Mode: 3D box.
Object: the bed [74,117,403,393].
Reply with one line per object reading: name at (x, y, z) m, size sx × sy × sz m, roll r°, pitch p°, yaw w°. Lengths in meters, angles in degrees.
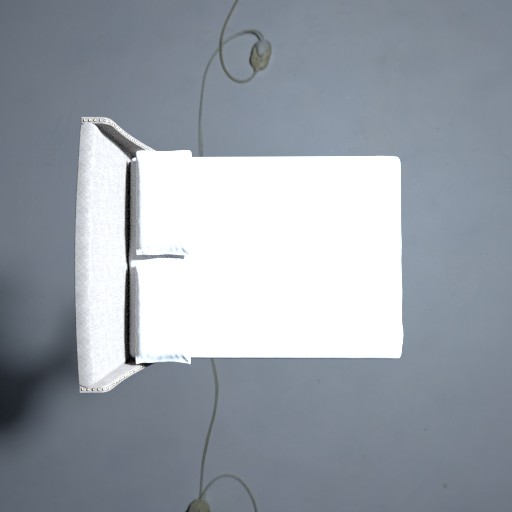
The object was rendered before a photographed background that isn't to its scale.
bed at (0.000, 0.000, 3.345) m, size 2.237 × 1.407 × 1.710 m, roll 0°, pitch 89°, yaw 1°
